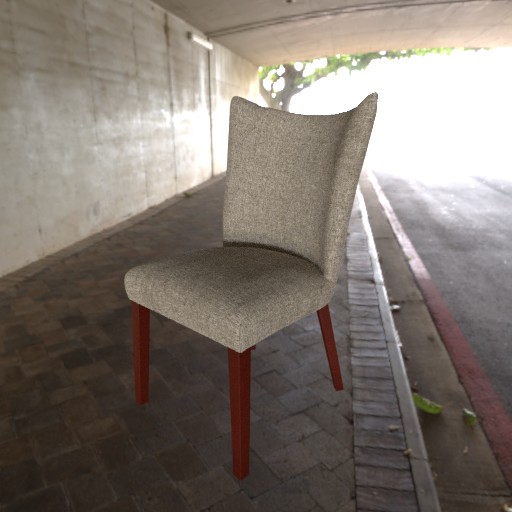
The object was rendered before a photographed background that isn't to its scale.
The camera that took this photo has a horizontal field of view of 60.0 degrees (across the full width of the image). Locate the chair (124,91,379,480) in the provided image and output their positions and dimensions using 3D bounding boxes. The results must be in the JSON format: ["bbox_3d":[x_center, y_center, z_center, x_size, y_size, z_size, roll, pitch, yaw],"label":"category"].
[{"bbox_3d":[0.000,0.000,1.323,0.535,0.924,0.623,16,23,40],"label":"chair"}]
